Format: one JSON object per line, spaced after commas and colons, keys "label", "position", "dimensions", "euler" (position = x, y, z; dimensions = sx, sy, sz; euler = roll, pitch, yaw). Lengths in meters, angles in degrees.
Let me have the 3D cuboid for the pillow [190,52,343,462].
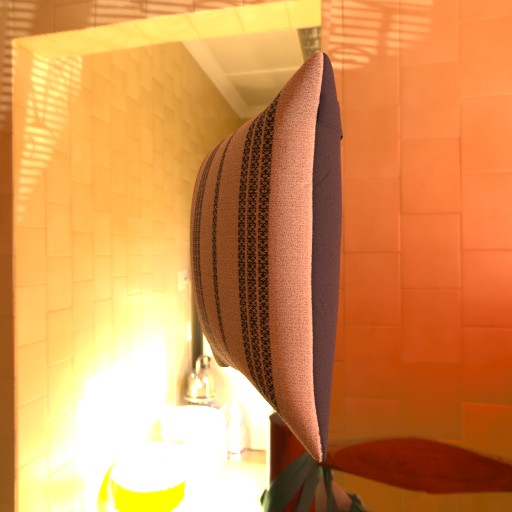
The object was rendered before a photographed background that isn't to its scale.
{"label": "pillow", "position": [0.000, 0.000, 0.625], "dimensions": [0.173, 0.406, 0.405], "euler": [0, 0, -19]}
